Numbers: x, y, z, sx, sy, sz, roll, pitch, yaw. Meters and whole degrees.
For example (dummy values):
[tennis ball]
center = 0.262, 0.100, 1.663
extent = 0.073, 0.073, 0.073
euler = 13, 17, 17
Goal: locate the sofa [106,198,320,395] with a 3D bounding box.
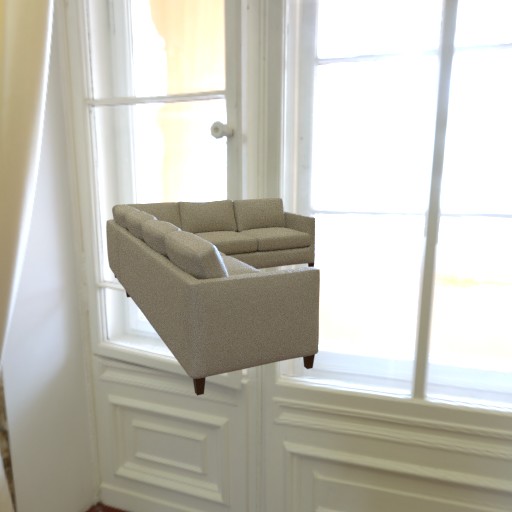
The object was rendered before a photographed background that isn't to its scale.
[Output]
[sofa]
center = 0.000, 0.000, 4.563
extent = 2.522, 0.934, 3.333
euler = -6, 13, -26
